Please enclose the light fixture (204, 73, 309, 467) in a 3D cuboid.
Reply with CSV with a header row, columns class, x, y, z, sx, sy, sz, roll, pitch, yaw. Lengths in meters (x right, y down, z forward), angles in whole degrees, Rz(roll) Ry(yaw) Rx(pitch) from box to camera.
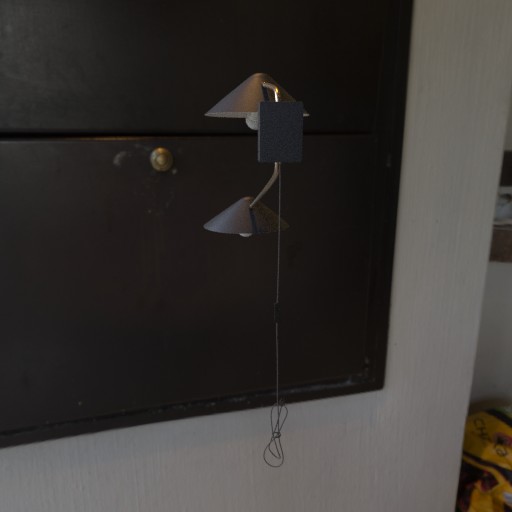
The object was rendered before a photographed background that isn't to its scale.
class,x,y,z,sx,sy,sz,roll,pitch,yaw
light fixture,0.000,0.000,0.878,0.189,0.665,0.422,-3,15,-10
